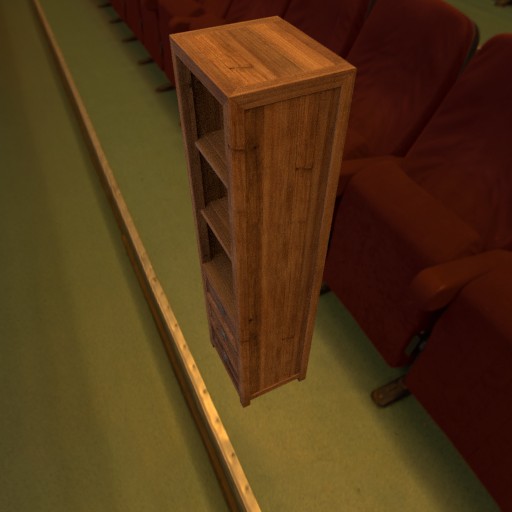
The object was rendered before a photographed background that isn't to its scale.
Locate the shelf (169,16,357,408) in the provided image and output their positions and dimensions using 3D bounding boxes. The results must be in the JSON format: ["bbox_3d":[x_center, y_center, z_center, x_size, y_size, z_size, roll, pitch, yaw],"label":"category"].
[{"bbox_3d":[0.000,0.000,2.101,0.428,1.900,0.500,-20,49,-18],"label":"shelf"}]
